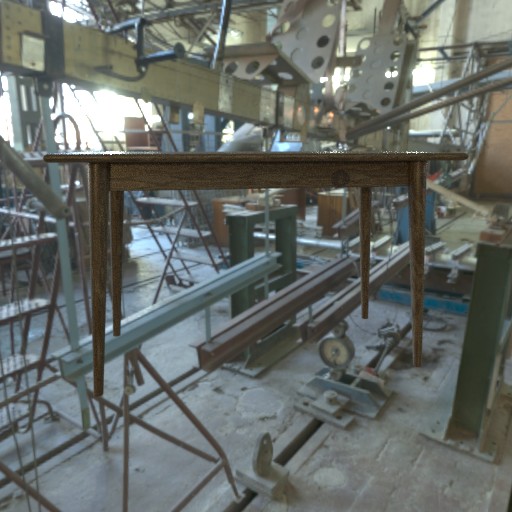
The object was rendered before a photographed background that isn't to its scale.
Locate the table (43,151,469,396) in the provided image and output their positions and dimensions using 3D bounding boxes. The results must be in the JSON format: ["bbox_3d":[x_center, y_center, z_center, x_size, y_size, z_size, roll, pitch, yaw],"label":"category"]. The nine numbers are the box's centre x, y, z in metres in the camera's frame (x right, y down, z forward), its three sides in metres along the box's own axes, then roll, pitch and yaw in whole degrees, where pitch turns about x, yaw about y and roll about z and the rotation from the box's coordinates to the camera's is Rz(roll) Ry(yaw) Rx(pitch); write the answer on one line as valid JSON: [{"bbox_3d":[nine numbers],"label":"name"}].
[{"bbox_3d":[0.000,0.000,1.711,1.300,0.780,0.599,-2,14,-10],"label":"table"}]
